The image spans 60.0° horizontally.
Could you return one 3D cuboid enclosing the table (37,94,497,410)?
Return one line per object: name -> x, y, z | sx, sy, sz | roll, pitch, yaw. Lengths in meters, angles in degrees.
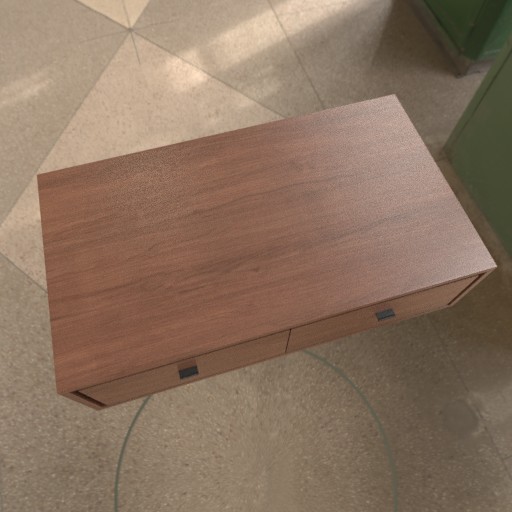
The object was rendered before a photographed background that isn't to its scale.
table -> 0.000, 0.000, 1.267 | 1.020, 0.380, 0.600 | -15, 64, -7
